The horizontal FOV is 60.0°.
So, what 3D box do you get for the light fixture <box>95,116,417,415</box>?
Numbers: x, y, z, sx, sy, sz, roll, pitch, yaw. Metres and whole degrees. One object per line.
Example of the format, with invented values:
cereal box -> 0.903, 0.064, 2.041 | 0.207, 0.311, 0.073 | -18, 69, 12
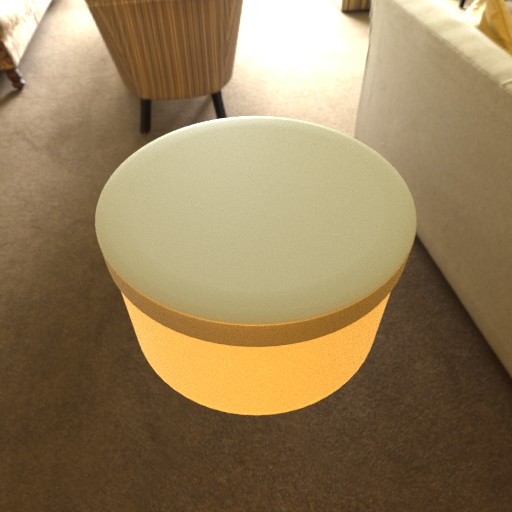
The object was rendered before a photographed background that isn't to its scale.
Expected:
light fixture -> 0.000, 0.000, 0.639 | 0.393, 0.229, 0.393 | 0, 47, 0
